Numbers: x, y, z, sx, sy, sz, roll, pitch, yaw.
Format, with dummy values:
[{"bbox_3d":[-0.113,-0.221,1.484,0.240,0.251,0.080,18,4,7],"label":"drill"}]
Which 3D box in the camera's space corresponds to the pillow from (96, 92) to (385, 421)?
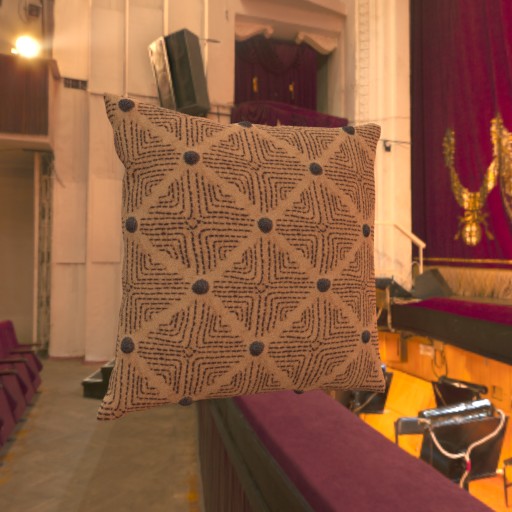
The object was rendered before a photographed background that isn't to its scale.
[{"bbox_3d":[0.000,0.000,0.761,0.510,0.510,0.145,1,-2,-18],"label":"pillow"}]
